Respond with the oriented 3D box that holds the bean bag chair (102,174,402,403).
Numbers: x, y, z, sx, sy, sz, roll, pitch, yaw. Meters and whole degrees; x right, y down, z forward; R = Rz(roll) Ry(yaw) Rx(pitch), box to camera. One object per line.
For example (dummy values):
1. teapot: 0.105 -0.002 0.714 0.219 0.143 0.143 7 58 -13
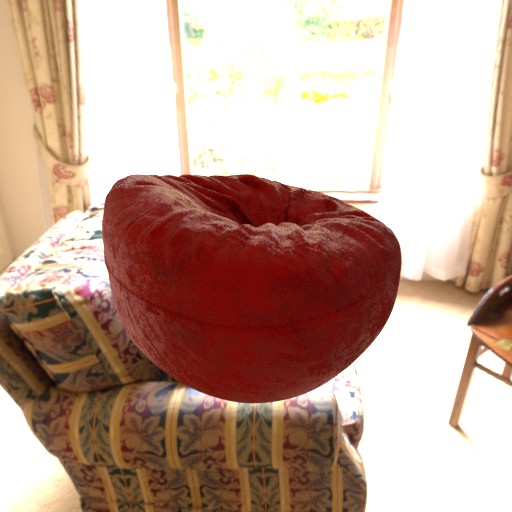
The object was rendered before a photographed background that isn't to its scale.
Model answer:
1. bean bag chair: 0.000 0.000 2.405 1.524 0.878 1.524 -18 32 -31
